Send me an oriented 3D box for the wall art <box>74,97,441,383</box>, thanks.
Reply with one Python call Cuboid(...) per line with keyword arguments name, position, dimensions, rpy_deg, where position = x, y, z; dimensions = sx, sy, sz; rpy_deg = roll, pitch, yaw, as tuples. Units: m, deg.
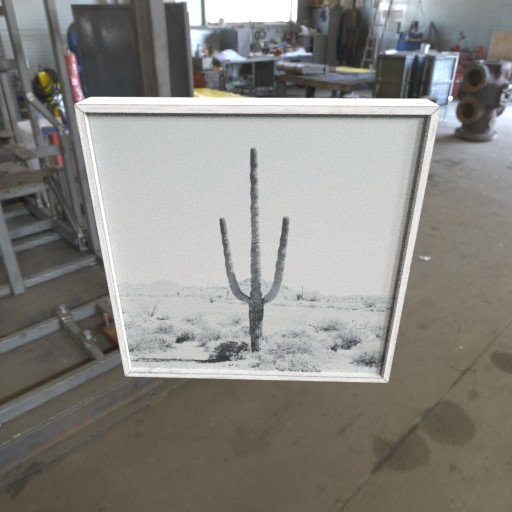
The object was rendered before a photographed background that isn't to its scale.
Cuboid(name="wall art", position=(0.000, 0.000, 0.457), dimensions=(0.305, 0.305, 0.038), rpy_deg=(1, 28, 2))
